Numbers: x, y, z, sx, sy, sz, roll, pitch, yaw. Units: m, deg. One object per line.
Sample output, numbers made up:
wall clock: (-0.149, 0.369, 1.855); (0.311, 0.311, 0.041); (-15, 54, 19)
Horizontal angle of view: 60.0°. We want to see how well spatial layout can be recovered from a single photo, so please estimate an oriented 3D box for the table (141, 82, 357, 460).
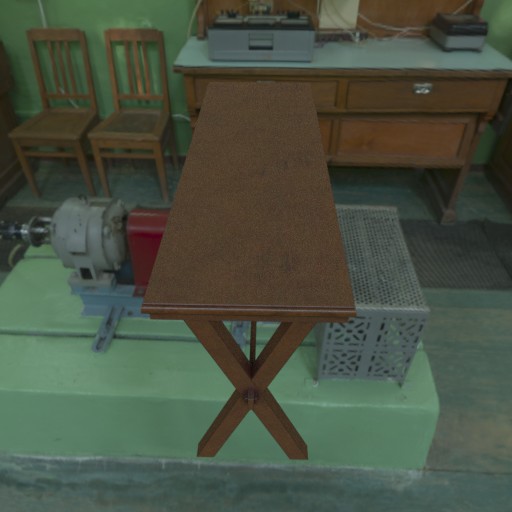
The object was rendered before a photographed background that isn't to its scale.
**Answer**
table: (0.000, 0.000, 1.514); (0.399, 0.763, 1.197); (1, 40, 1)
